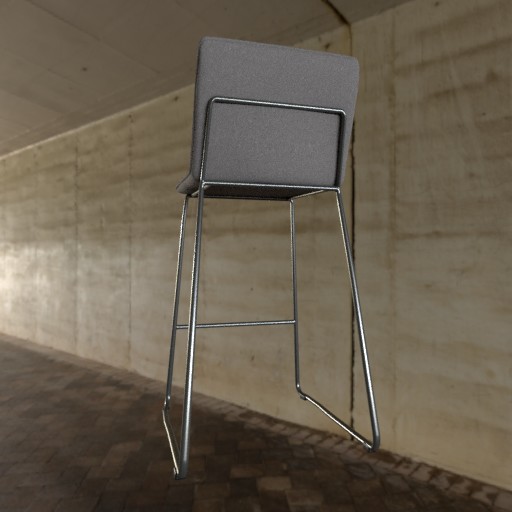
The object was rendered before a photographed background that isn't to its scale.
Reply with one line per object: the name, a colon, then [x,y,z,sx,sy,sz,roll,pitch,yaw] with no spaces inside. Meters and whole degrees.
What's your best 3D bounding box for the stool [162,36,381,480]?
stool: [0.000,0.000,1.225,0.490,0.960,0.490,0,0,-16]
